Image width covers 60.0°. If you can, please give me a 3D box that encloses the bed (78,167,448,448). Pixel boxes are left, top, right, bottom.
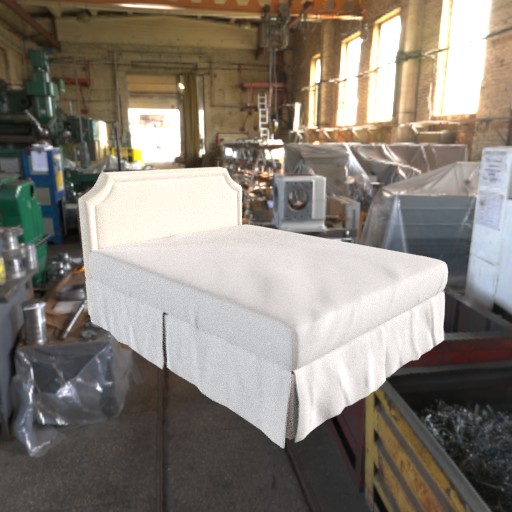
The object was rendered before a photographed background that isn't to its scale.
[{"bbox_3d":[0.000,0.000,3.625,1.977,1.293,2.498,-14,20,-43],"label":"bed"}]
